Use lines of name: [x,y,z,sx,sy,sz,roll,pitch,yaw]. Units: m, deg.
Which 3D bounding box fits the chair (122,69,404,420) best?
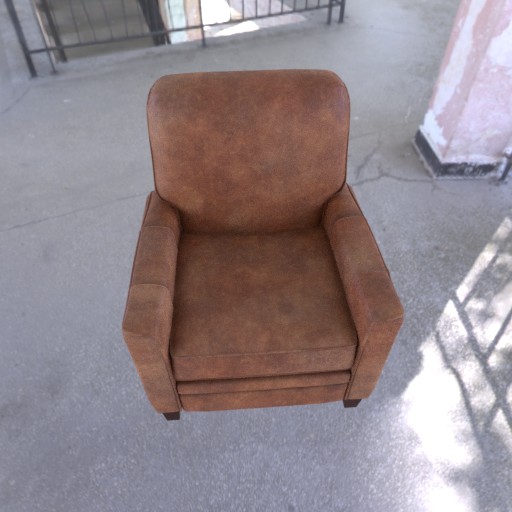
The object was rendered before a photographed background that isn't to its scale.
chair: [0.000,0.000,1.628,0.843,1.043,0.836,-3,46,-3]
